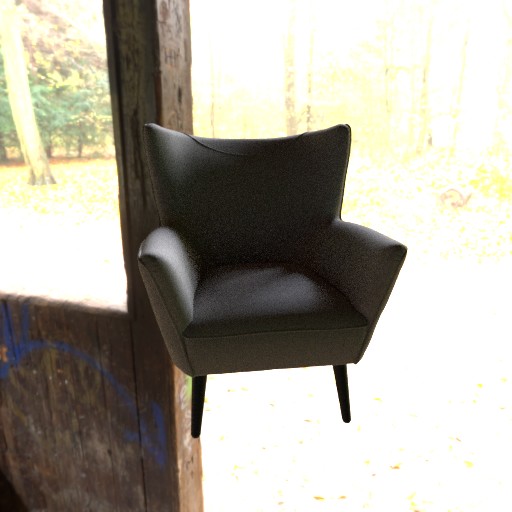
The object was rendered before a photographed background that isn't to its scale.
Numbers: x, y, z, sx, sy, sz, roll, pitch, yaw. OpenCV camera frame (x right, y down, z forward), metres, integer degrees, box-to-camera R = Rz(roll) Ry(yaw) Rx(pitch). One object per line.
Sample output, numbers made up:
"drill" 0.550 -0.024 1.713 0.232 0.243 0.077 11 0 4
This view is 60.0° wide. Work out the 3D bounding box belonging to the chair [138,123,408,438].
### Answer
"chair" 0.000 0.000 1.623 0.781 0.933 0.888 -2 16 -8
